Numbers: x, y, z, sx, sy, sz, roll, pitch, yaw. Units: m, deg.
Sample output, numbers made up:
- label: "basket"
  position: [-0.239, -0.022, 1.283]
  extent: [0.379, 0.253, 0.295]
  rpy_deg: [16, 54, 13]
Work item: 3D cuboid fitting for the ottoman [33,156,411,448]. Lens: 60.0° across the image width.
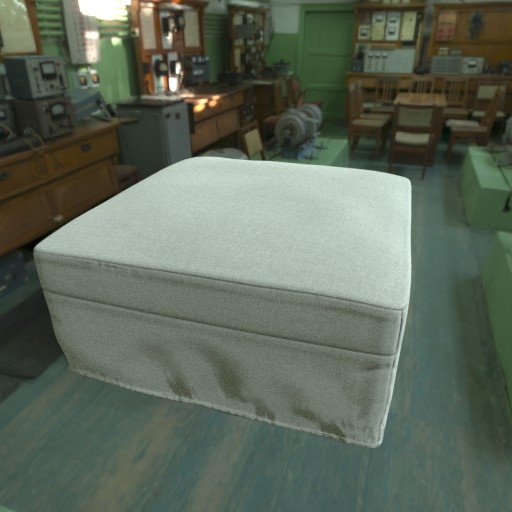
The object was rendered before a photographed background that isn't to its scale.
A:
- label: "ottoman"
  position: [0.000, 0.000, 1.312]
  extent: [0.840, 0.436, 0.843]
  rpy_deg: [8, 28, 15]
